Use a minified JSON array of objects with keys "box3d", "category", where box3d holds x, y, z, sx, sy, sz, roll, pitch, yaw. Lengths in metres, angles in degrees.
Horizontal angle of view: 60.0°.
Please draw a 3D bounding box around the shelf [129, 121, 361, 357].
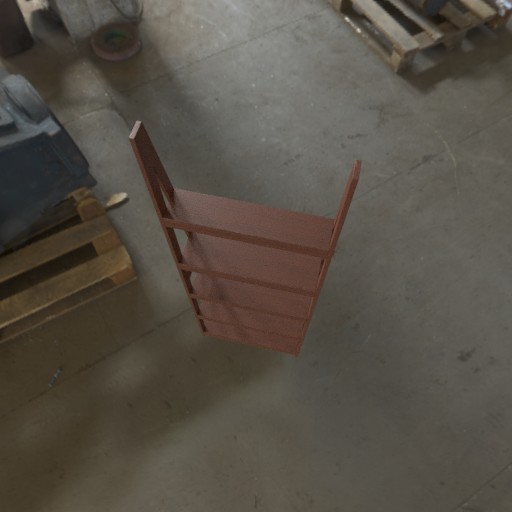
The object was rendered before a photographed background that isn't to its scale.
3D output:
[{"box3d":[0.000,0.000,1.979,0.600,1.770,0.350,12,64,6],"category":"shelf"}]
